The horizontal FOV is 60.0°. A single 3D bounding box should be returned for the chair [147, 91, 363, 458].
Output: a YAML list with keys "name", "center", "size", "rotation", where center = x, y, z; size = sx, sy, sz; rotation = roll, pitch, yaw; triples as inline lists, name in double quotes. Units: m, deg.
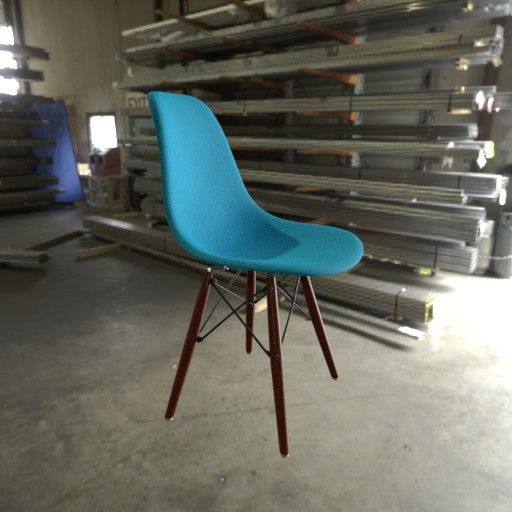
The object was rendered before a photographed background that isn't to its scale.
- name: "chair"
  center: [0.000, 0.000, 1.163]
  size: [0.533, 0.826, 0.470]
  rotation: [8, 17, 26]
